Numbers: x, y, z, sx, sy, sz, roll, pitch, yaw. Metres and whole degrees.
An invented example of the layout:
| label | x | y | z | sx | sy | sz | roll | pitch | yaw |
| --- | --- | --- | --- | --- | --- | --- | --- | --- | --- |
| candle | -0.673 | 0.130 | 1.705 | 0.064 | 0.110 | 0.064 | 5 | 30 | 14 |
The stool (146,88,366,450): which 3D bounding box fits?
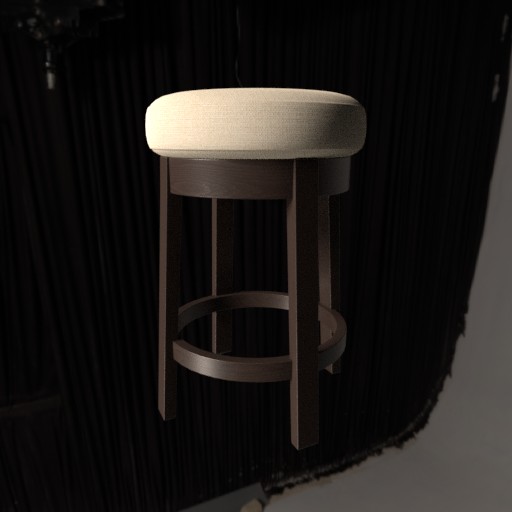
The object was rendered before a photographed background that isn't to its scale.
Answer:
| label | x | y | z | sx | sy | sz | roll | pitch | yaw |
| --- | --- | --- | --- | --- | --- | --- | --- | --- | --- |
| stool | 0.000 | 0.000 | 0.955 | 0.449 | 0.655 | 0.449 | 0 | 15 | 0 |
